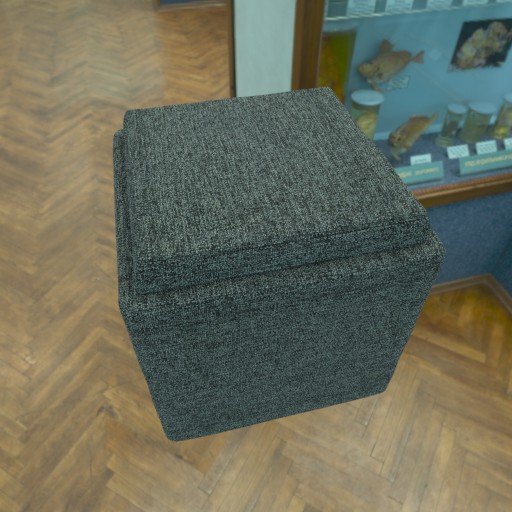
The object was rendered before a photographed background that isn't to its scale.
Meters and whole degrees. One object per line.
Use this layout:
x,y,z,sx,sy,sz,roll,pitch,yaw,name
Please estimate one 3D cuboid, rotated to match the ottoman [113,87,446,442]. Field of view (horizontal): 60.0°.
0.000,0.000,0.837,0.450,0.463,0.450,-10,47,-9,ottoman
